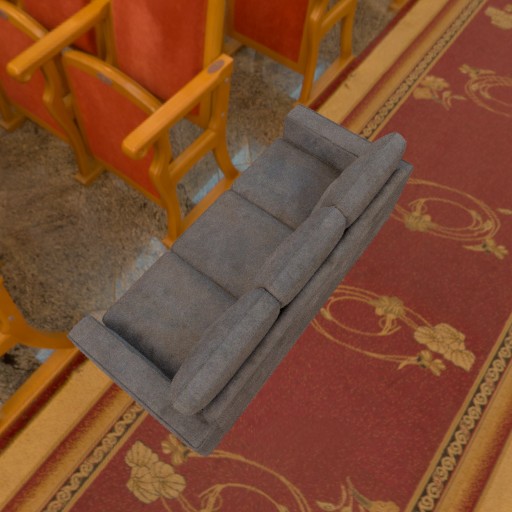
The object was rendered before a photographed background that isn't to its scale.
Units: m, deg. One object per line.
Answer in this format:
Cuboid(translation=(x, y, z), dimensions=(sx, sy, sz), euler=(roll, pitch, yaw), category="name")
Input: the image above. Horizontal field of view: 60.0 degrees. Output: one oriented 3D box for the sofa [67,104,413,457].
Cuboid(translation=(0.000, 0.000, 2.722), dimensions=(0.939, 0.965, 2.133), euler=(35, 68, 16), category="sofa")
